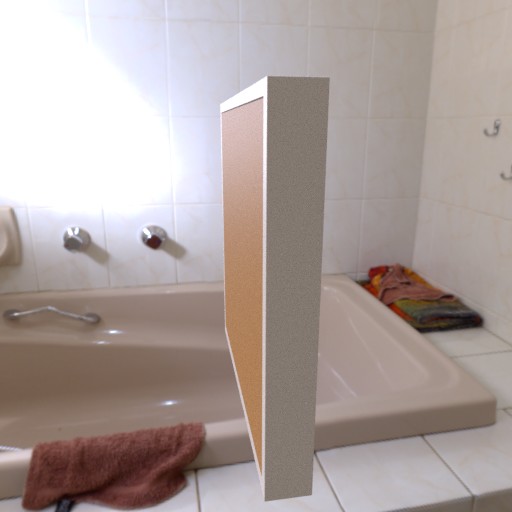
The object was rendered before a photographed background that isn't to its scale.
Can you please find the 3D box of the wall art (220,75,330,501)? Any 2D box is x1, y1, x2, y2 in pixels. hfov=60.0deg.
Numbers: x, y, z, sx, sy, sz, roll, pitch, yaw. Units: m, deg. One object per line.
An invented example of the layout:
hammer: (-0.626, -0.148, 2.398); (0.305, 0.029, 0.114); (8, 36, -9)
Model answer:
wall art: (0.000, 0.000, 0.446); (0.038, 0.305, 0.305); (-3, 16, -9)
